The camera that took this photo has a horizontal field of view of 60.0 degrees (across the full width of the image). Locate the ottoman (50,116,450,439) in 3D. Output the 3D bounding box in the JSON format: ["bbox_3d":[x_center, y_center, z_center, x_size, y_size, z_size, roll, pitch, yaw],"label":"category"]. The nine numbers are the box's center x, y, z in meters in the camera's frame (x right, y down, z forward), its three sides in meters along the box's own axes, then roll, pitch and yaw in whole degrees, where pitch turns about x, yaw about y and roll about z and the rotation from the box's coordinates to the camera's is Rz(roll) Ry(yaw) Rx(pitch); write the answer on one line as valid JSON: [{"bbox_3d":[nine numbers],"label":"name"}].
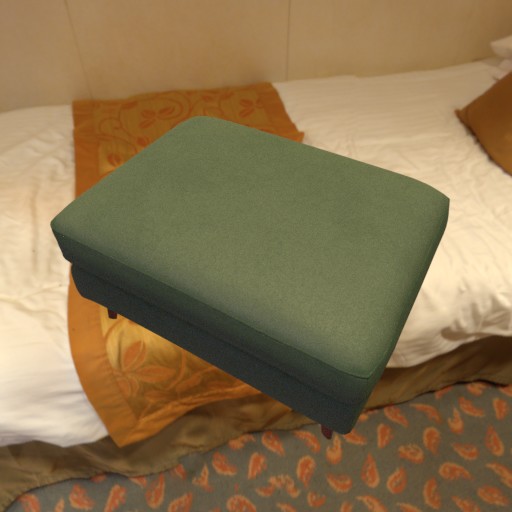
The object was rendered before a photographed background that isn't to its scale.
[{"bbox_3d":[0.000,0.000,1.166,0.811,0.449,0.608,23,50,20],"label":"ottoman"}]
